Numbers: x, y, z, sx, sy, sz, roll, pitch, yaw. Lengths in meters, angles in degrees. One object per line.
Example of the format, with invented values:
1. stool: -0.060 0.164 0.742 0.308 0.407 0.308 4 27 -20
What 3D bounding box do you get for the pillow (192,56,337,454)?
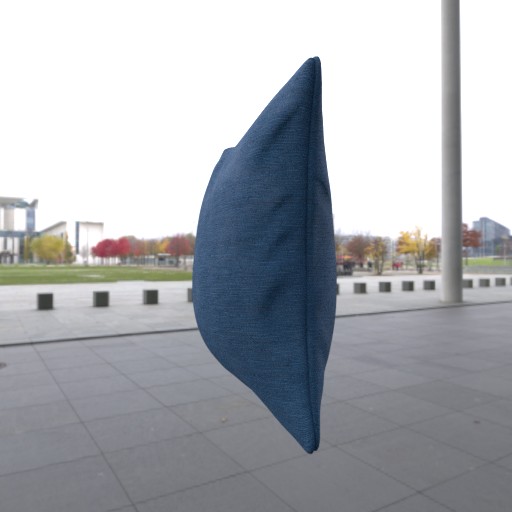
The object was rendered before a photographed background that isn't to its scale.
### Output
1. pillow: 0.000 0.000 0.665 0.177 0.420 0.437 0 -1 -17
